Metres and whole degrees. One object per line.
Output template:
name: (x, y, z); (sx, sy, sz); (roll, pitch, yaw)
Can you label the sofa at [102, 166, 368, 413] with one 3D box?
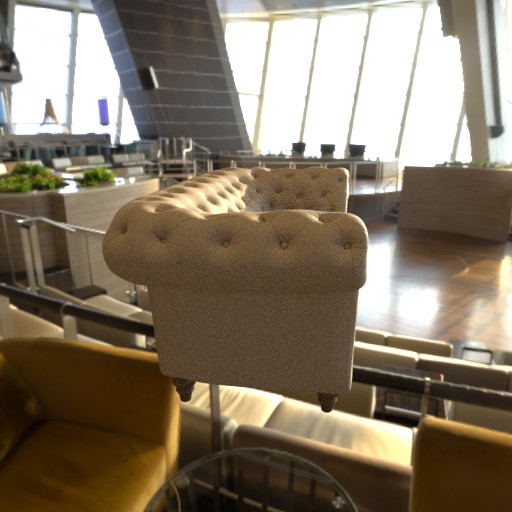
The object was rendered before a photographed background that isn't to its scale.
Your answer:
sofa: (0.000, 0.000, 2.447); (1.069, 0.835, 1.988); (3, 17, 9)
